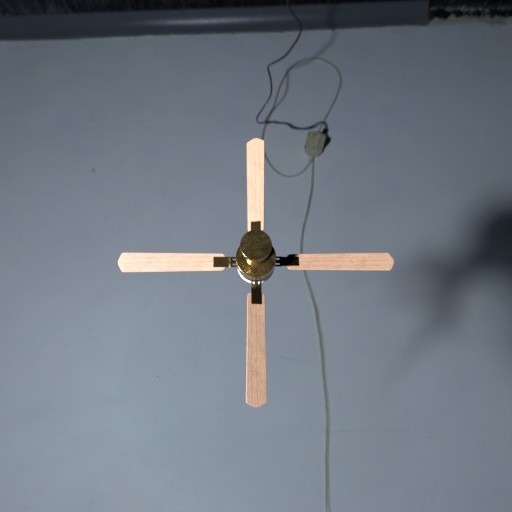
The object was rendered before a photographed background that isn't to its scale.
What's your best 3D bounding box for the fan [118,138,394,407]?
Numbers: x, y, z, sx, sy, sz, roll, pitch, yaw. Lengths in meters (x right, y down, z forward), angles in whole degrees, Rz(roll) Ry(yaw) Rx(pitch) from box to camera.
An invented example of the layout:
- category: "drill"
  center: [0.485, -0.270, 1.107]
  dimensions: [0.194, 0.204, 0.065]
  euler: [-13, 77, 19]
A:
- category: "fan"
  center: [0.000, 0.000, 2.019]
  dimensions: [1.320, 0.355, 1.320]
  euler: [0, 75, 0]
